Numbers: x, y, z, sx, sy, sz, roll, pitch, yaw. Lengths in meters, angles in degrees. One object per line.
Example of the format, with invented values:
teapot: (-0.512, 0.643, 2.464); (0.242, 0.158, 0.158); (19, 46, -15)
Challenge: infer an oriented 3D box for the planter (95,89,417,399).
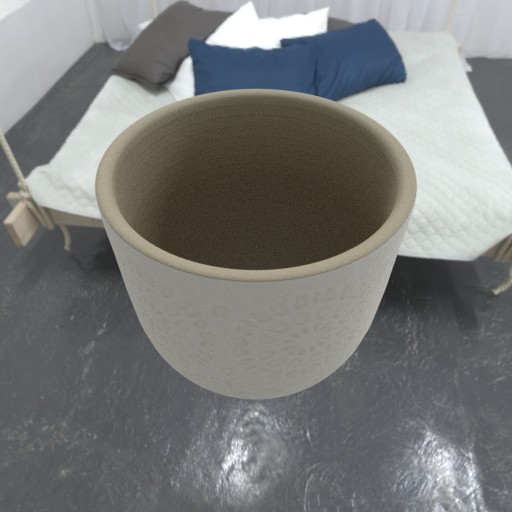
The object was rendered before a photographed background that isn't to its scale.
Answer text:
planter: (0.000, 0.000, 0.215); (0.124, 0.109, 0.124); (0, 47, 0)
